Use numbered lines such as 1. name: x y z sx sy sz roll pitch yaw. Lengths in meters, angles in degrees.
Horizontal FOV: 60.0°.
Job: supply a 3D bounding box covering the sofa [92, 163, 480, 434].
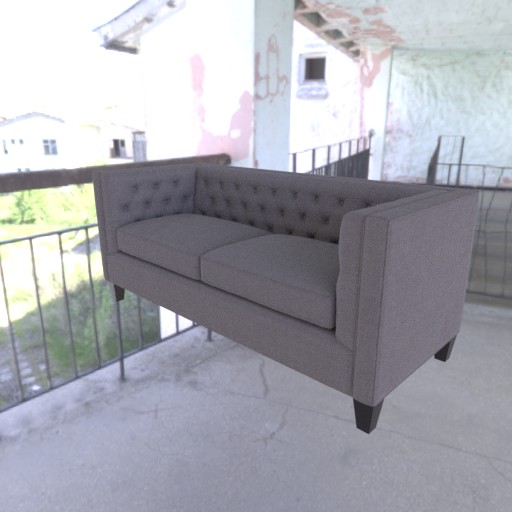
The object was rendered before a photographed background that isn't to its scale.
1. sofa: 0.000 0.000 2.214 1.778 0.762 0.775 16 23 41
